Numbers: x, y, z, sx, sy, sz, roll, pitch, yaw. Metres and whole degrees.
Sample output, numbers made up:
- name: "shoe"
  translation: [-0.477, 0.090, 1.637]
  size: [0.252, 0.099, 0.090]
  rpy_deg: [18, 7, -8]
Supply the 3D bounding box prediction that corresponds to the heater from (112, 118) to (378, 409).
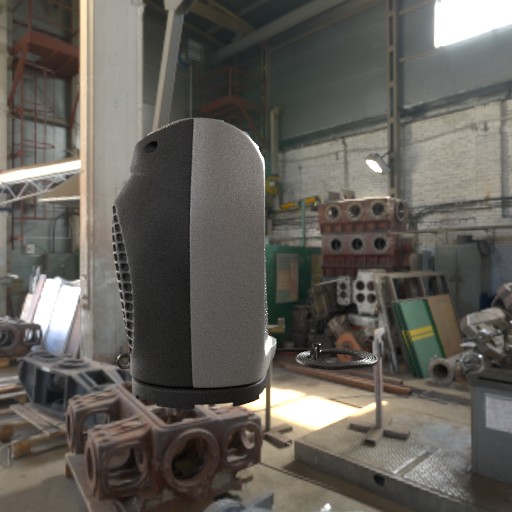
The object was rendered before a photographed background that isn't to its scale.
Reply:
- name: "heater"
  translation: [0.000, 0.000, 0.469]
  size: [0.291, 0.255, 0.239]
  rpy_deg: [0, 0, 1]
